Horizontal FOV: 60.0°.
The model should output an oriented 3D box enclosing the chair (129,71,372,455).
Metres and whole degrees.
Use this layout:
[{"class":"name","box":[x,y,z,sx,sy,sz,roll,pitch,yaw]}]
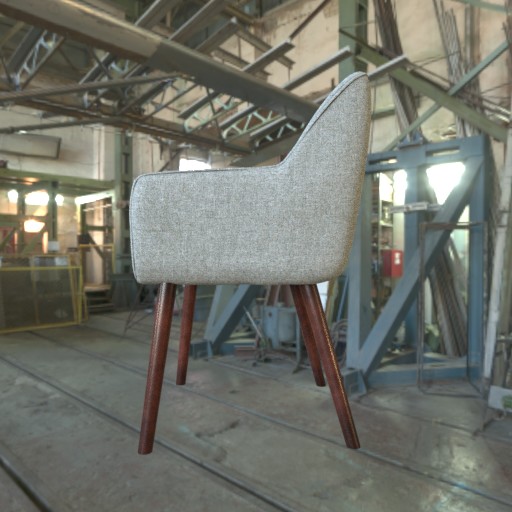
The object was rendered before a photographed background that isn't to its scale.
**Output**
[{"class":"chair","box":[0.000,0.000,1.148,0.519,0.803,0.543,0,1,-1]}]
